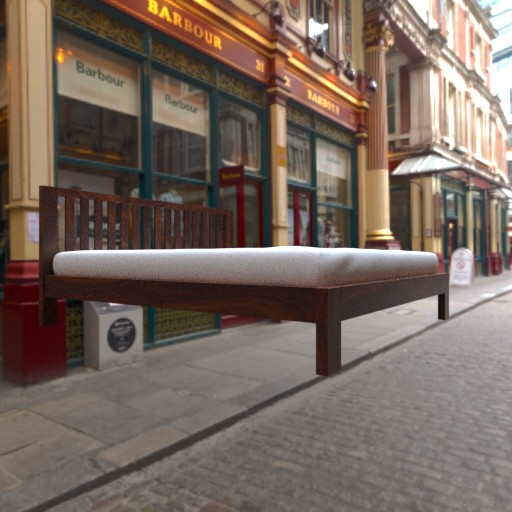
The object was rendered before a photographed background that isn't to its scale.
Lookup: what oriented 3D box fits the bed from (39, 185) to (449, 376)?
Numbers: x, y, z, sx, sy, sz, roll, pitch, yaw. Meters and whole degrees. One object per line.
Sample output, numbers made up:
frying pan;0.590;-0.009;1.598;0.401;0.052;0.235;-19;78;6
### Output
bed;0.000;0.000;2.995;2.030;0.890;1.905;0;0;36
